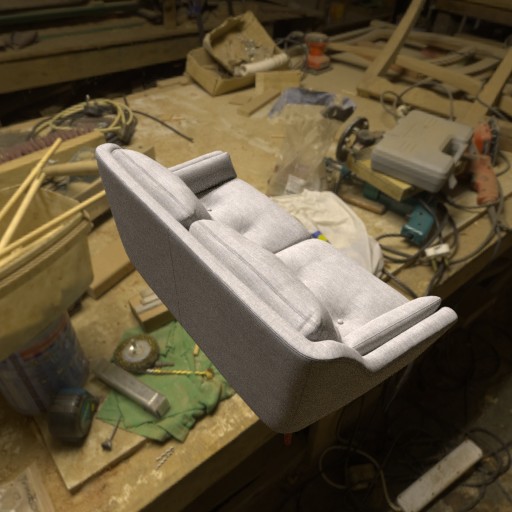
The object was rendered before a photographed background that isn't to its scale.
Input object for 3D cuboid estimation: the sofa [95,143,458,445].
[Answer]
[{"bbox_3d":[0.000,0.000,2.431,0.976,0.897,1.930,-27,48,-27],"label":"sofa"}]
